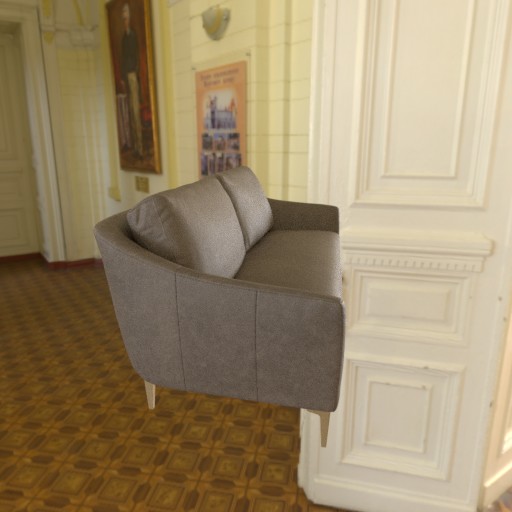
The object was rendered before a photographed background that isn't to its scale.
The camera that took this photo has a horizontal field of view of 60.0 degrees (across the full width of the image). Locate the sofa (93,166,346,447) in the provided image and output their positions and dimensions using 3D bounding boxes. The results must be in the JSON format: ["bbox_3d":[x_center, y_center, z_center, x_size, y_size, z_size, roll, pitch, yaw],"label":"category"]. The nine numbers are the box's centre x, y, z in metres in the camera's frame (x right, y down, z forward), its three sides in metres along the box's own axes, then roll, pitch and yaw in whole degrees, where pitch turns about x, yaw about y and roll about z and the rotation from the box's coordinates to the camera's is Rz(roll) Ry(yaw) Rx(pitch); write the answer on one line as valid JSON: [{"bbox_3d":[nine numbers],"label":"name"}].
[{"bbox_3d":[0.000,0.000,2.497,0.960,0.902,2.036,3,15,9],"label":"sofa"}]
